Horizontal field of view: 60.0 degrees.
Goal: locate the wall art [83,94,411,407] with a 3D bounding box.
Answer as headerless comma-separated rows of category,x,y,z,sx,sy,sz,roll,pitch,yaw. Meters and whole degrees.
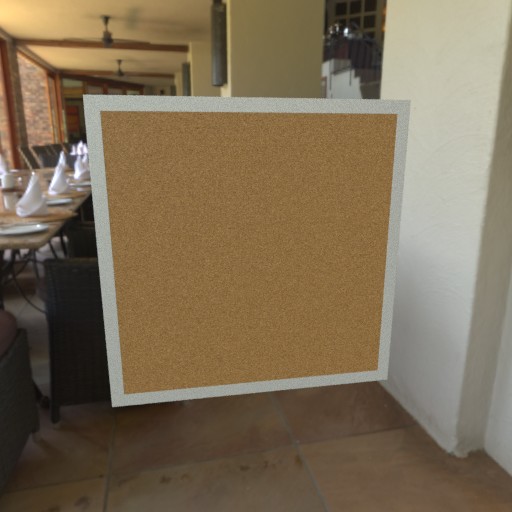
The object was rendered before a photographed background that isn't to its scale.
wall art,0.000,0.000,1.132,0.762,0.762,0.038,-3,15,-10
